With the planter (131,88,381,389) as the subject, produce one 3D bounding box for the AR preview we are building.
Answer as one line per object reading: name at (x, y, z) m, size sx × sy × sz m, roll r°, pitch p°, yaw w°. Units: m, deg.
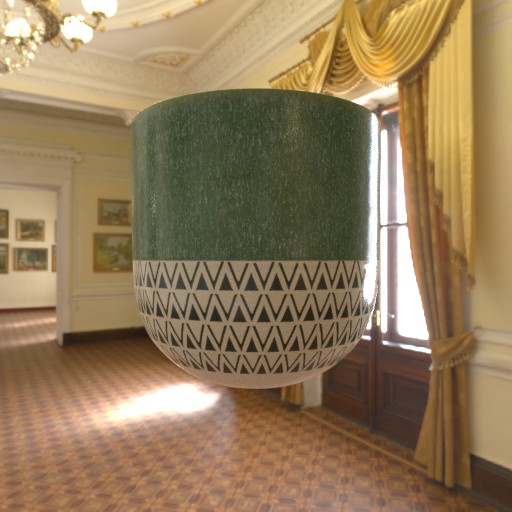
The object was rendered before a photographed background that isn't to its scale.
planter at (0.000, 0.000, 0.488) m, size 0.266 × 0.270 × 0.266 m, roll 0°, pitch 0°, yaw 0°
